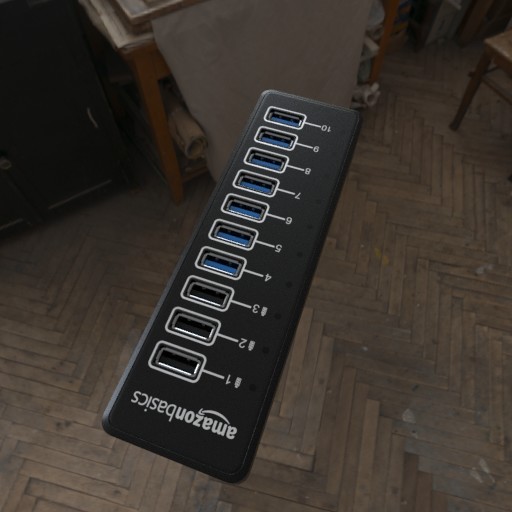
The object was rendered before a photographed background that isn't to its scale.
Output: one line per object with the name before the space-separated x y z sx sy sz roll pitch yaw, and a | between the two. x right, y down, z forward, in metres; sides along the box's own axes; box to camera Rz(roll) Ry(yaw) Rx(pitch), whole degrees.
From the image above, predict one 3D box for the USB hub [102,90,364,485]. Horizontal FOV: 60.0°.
USB hub | 0.000 0.000 0.162 0.044 0.023 0.145 17 63 9
